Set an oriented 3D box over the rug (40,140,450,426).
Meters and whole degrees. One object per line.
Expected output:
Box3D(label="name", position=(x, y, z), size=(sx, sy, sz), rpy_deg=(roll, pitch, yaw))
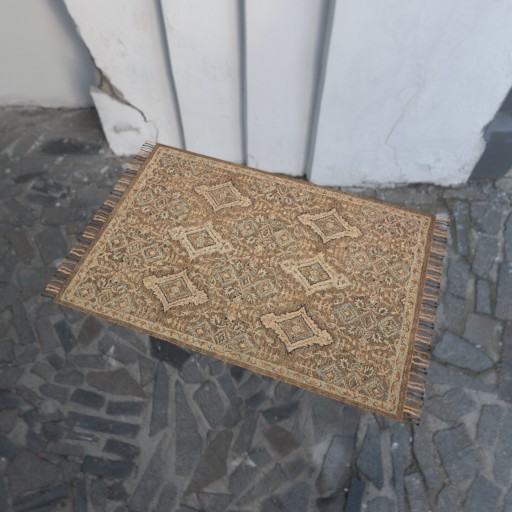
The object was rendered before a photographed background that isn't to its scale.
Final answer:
Box3D(label="rug", position=(0.000, 0.000, 3.031), size=(2.434, 0.010, 1.516), rpy_deg=(17, 59, 10))
